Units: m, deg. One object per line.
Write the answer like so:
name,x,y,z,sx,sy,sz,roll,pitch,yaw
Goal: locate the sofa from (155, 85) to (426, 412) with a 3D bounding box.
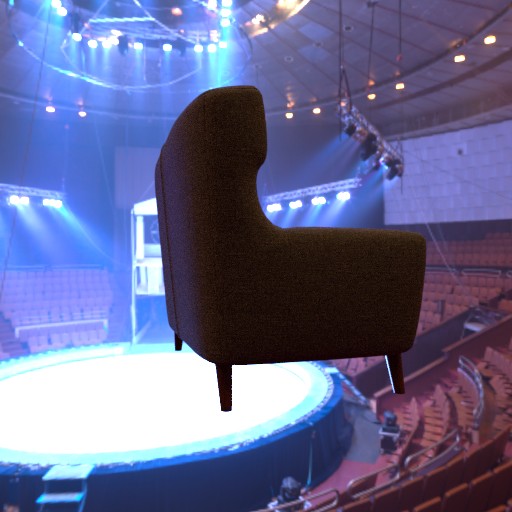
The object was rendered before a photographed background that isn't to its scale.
sofa,0.000,0.000,2.047,0.874,1.028,1.358,0,-2,-18
